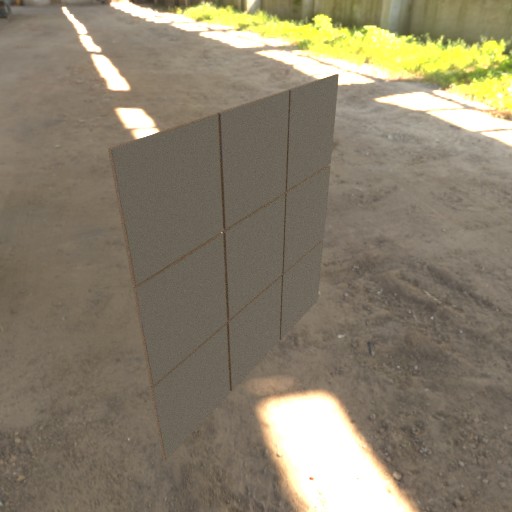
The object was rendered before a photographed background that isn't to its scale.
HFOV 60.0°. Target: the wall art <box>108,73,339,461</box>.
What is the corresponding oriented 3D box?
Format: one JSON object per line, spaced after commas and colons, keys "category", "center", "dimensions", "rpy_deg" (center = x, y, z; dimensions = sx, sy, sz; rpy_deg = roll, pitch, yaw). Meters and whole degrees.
{"category": "wall art", "center": [0.000, 0.000, 1.354], "dimensions": [0.010, 0.917, 0.919], "rpy_deg": [20, 37, 29]}
